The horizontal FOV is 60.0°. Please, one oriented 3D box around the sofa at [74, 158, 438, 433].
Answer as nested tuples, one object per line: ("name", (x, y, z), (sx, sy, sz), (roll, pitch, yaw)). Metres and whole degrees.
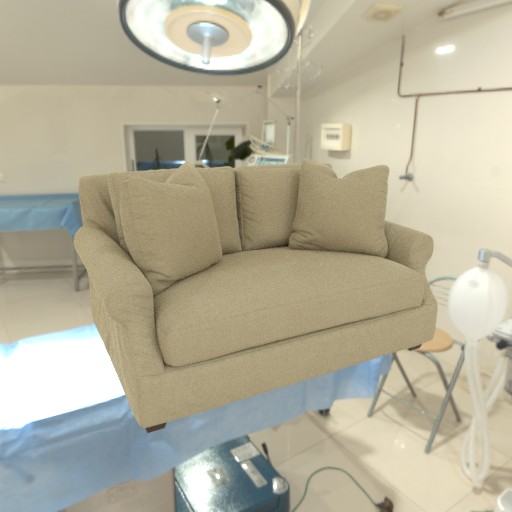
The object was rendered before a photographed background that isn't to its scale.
("sofa", (0.000, 0.000, 2.153), (1.550, 0.905, 1.070), (-9, 19, -27))
